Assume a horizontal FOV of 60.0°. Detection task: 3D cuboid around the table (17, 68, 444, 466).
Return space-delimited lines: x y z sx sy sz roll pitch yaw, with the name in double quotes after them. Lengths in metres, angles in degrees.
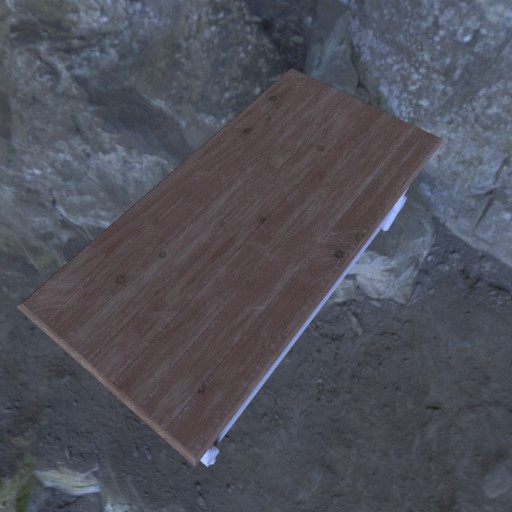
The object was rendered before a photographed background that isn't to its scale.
0.000 0.000 1.368 0.559 0.458 1.118 33 64 19 "table"
